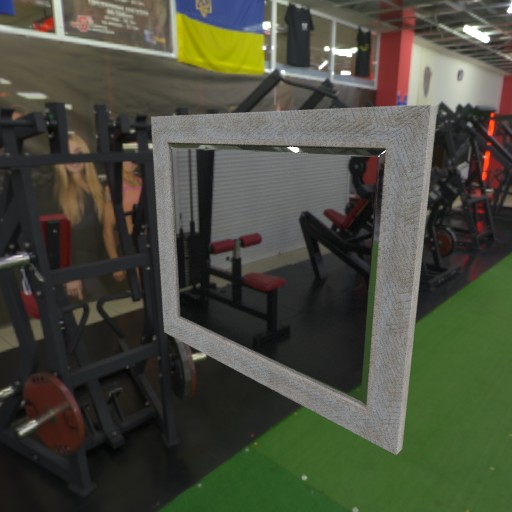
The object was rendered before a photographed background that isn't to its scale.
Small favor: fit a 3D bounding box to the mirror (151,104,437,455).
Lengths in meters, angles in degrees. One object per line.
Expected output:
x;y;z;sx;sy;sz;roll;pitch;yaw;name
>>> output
0.000;0.000;1.115;0.839;0.689;0.028;15;21;43;mirror
